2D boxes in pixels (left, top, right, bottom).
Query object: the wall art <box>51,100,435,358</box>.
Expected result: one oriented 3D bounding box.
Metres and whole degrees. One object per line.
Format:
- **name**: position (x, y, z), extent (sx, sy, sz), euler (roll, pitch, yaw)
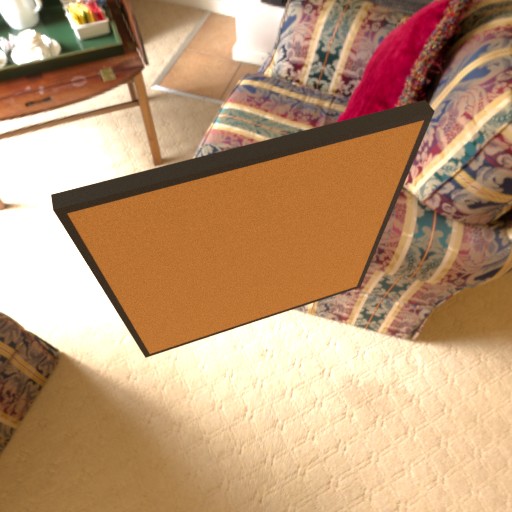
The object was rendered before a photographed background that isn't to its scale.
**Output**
- **wall art**: position (0.000, 0.000, 1.171), extent (0.763, 0.763, 0.038), euler (-17, 59, -10)
